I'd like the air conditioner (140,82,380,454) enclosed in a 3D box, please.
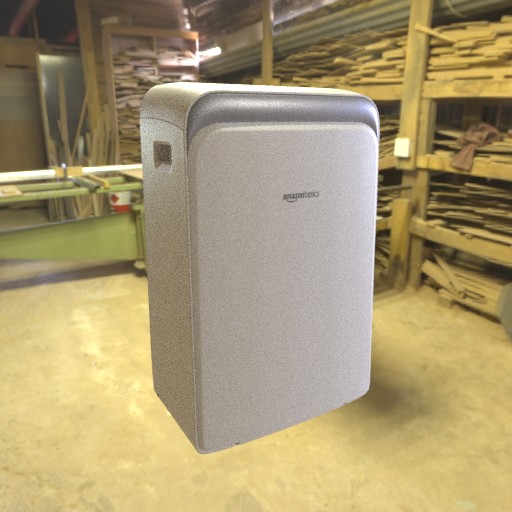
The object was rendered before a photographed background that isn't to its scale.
[{"bbox_3d":[0.000,0.000,0.965,0.454,0.700,0.365,-9,19,-28],"label":"air conditioner"}]
